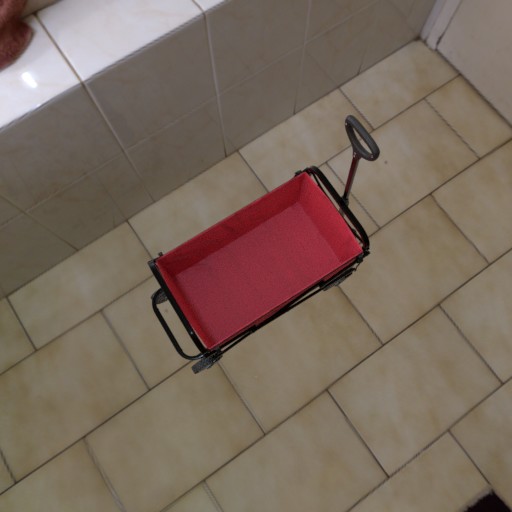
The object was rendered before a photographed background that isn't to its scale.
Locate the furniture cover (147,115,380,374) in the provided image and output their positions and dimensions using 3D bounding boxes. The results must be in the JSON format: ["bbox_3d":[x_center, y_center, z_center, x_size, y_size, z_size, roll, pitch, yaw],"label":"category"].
[{"bbox_3d":[0.000,0.000,1.855,1.038,1.295,0.532,-32,77,-8],"label":"furniture cover"}]
